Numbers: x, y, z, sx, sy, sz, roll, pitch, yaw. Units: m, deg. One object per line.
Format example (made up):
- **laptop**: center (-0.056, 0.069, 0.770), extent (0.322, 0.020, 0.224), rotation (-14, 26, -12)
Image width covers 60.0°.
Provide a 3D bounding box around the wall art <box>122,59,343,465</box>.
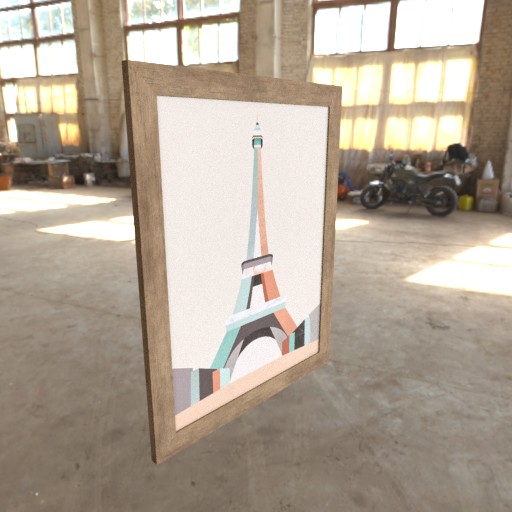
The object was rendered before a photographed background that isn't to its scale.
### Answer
- **wall art**: center (0.000, 0.000, 0.907), extent (0.018, 0.686, 0.534), rotation (15, 22, 43)
